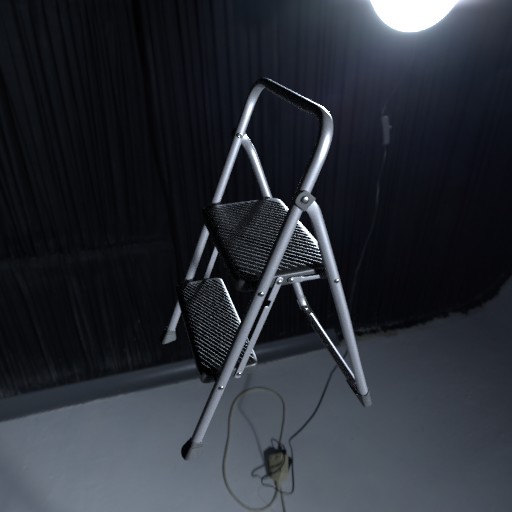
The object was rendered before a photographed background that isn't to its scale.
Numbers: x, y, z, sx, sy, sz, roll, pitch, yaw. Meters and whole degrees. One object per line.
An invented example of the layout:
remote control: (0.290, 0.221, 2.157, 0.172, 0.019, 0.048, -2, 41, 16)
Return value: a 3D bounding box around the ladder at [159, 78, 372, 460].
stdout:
ladder: (0.000, 0.000, 1.019, 0.472, 0.720, 0.430, -9, 32, -15)
